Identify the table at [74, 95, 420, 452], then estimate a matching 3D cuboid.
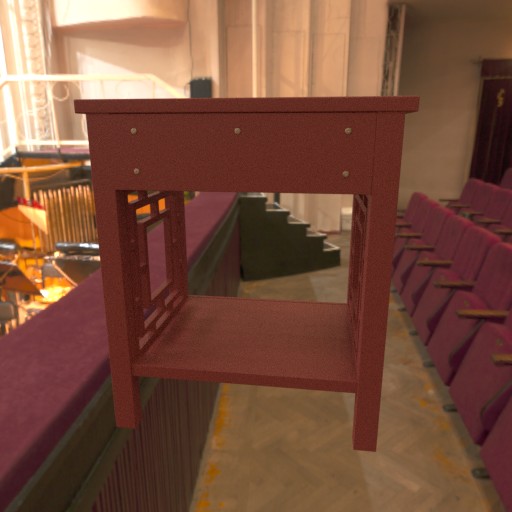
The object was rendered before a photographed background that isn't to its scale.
[{"bbox_3d":[0.000,0.000,1.063,0.599,0.686,0.451,2,16,8],"label":"table"}]
